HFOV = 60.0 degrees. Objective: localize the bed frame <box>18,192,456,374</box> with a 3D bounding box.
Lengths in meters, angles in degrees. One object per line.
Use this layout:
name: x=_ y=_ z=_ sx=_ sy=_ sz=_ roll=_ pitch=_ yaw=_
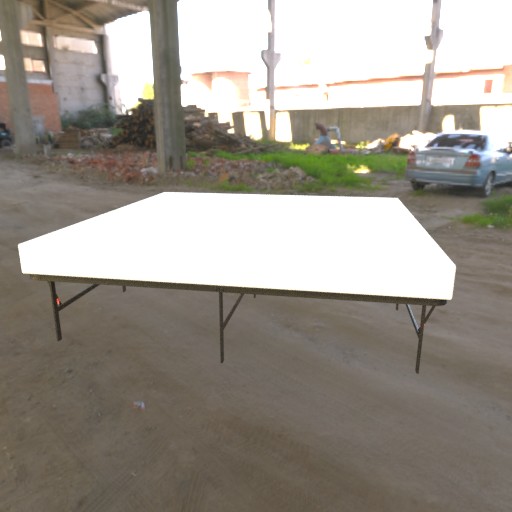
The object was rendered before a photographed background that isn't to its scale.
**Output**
bed frame: x=0.000 y=0.000 z=2.992 sx=2.032 sy=0.559 sz=1.930 roll=3 pitch=16 yaw=10
